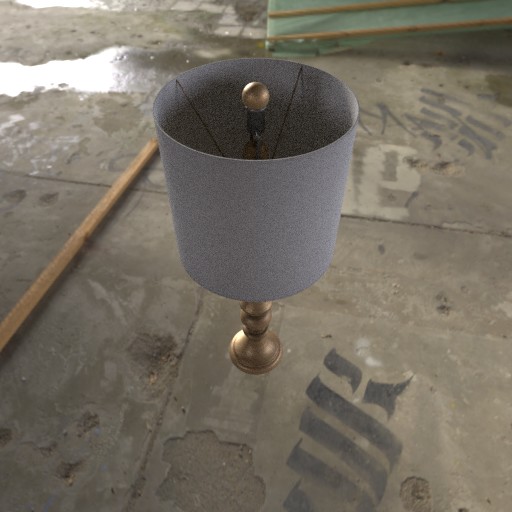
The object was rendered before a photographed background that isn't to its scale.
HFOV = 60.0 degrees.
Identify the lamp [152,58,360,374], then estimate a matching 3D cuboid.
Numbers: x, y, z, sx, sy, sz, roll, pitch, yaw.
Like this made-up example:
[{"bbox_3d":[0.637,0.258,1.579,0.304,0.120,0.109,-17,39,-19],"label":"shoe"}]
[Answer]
[{"bbox_3d":[0.000,0.000,0.742,0.250,0.597,0.250,24,51,21],"label":"lamp"}]
